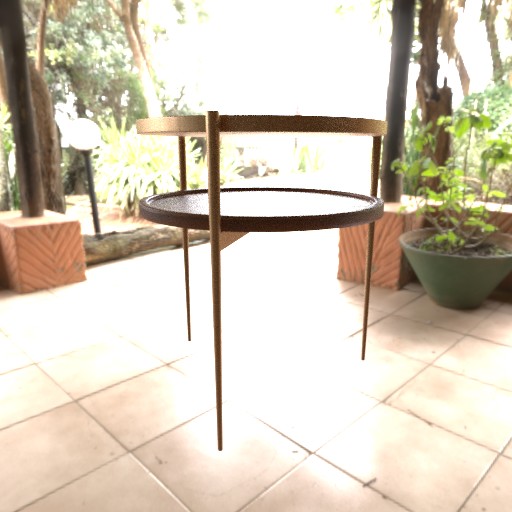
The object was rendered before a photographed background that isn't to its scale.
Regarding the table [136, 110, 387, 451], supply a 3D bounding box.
[{"bbox_3d":[0.000,0.000,0.839,0.456,0.493,0.430,14,20,43],"label":"table"}]
